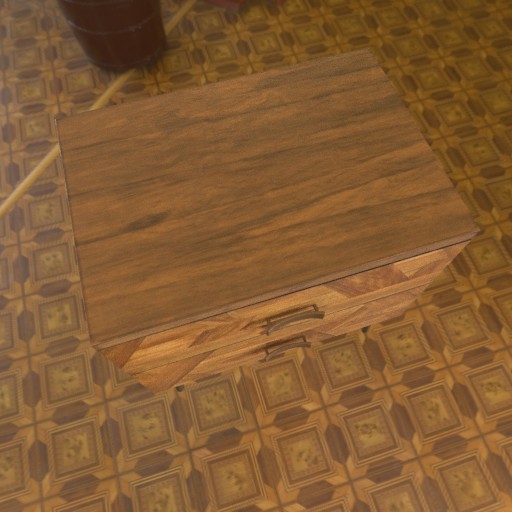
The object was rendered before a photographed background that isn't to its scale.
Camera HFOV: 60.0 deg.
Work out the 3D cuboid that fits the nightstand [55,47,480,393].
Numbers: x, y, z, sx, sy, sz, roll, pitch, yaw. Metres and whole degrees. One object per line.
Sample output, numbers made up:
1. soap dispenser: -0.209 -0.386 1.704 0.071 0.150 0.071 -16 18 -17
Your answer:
1. nightstand: 0.000 0.000 1.013 0.610 0.610 0.458 -16 65 -7
